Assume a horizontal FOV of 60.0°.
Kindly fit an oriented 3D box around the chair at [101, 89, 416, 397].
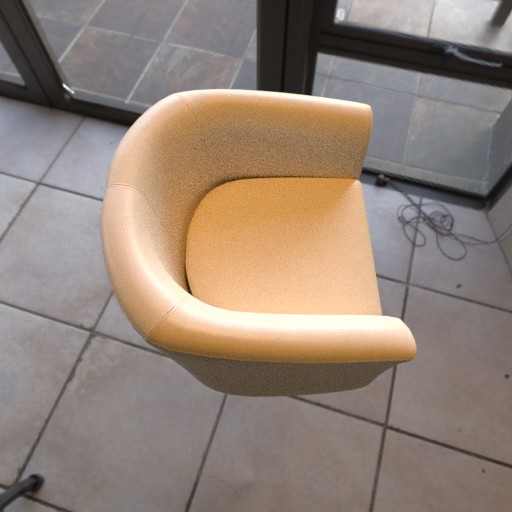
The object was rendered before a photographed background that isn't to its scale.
[{"bbox_3d":[0.000,0.000,1.374,0.727,0.756,0.792,-1,63,-1],"label":"chair"}]
